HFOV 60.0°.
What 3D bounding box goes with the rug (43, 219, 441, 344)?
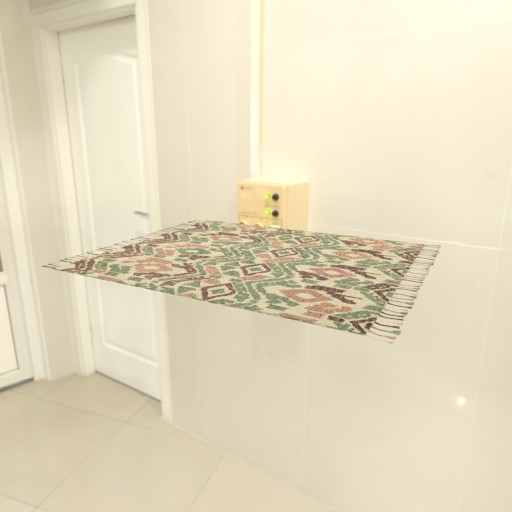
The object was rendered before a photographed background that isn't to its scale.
[{"bbox_3d":[0.000,0.000,4.196,3.048,0.010,2.438,8,18,27],"label":"rug"}]
